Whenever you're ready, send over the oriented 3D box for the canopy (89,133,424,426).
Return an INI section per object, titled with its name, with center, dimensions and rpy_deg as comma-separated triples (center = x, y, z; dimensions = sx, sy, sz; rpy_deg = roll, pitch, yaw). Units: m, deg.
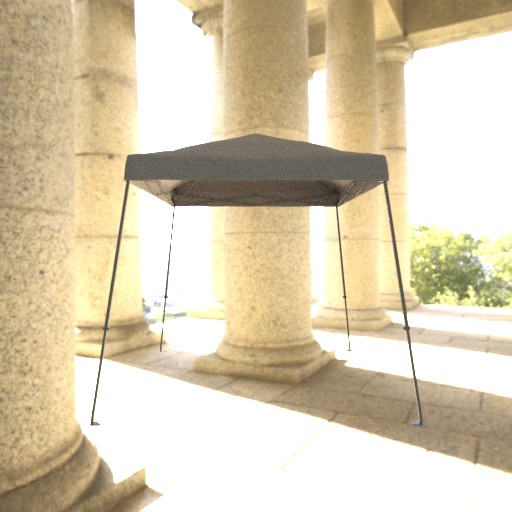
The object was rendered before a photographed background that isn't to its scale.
[canopy]
center = 0.000, 0.000, 6.537
dimensions = 3.599, 3.600, 3.600
rpy_deg = 0, 1, 0
